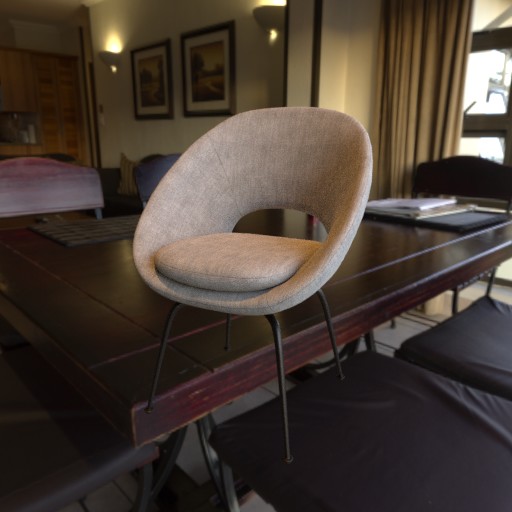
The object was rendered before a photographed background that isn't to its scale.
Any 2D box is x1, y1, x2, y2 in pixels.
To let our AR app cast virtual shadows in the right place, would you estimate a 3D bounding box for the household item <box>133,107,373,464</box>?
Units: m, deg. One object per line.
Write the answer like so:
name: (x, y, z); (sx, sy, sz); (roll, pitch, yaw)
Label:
household item: (0.000, 0.000, 1.314); (0.643, 0.869, 0.587); (8, 17, 27)
